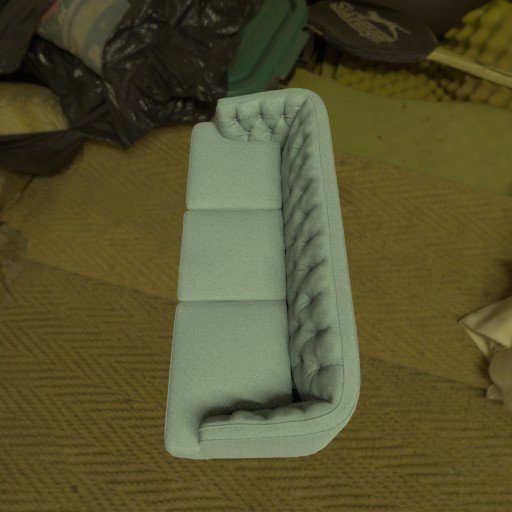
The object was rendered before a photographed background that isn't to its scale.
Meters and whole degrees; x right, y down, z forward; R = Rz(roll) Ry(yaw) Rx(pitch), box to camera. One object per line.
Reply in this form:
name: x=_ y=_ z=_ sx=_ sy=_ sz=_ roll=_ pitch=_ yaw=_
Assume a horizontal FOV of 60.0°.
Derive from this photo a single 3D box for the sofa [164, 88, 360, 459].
sofa: x=0.000 y=0.000 z=2.752 sx=0.941 sy=0.855 sz=2.278 roll=0 pitch=59 yaw=0
